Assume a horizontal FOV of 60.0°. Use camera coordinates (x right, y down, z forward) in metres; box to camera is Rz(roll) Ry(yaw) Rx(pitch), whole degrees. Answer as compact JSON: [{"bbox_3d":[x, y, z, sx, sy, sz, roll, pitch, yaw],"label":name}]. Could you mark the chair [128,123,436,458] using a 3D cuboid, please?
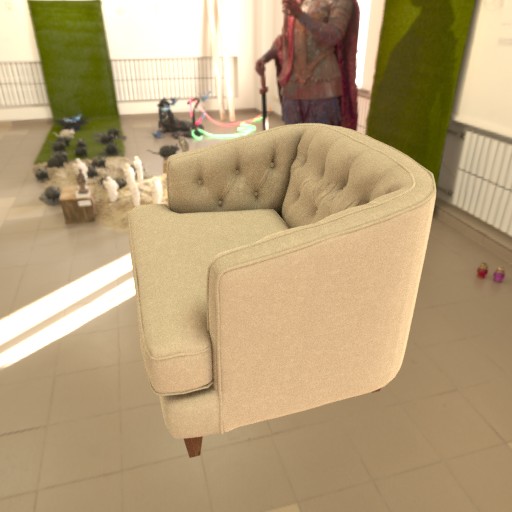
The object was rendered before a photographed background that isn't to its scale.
[{"bbox_3d":[0.000,0.000,1.732,0.941,0.852,1.104,-8,30,-15],"label":"chair"}]
